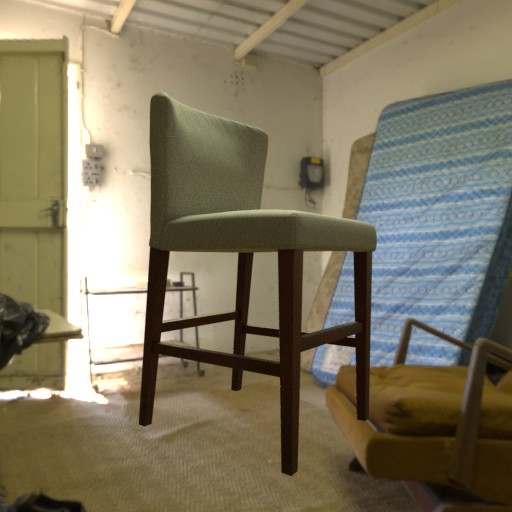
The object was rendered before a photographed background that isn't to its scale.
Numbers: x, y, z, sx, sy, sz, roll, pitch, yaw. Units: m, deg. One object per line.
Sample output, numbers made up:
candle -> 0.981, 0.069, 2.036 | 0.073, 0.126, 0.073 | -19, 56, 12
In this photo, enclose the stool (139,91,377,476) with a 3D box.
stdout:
stool -> 0.000, 0.000, 1.298 | 0.568, 0.968, 0.479 | 0, 0, 37
